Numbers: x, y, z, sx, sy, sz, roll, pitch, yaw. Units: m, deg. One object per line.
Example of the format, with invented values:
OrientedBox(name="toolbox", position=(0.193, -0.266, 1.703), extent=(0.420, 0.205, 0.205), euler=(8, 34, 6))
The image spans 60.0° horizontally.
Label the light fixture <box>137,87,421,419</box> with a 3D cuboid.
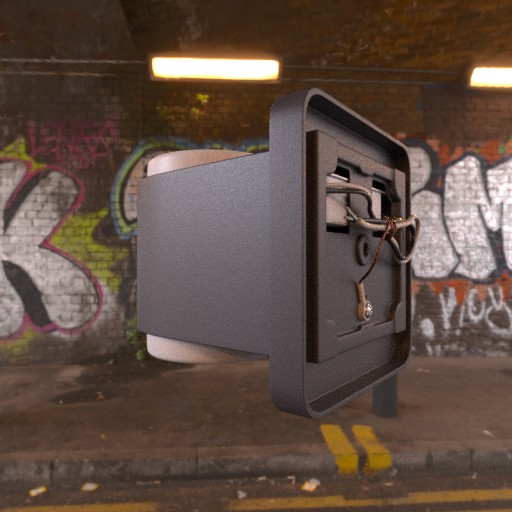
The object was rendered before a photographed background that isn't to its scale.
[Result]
OrientedBox(name="light fixture", position=(0.000, 0.000, 0.214), extent=(0.132, 0.109, 0.109), euler=(-1, -1, 36))
